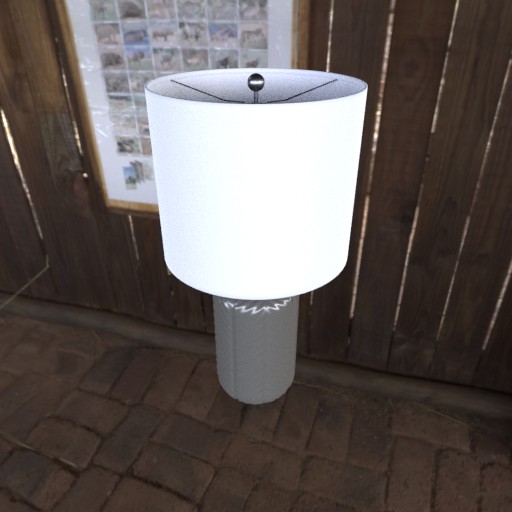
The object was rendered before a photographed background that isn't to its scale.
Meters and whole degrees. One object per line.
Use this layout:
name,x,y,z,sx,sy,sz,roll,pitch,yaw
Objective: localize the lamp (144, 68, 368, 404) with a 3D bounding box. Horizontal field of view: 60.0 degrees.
lamp,0.000,0.000,0.506,0.203,0.389,0.203,-1,30,-2
